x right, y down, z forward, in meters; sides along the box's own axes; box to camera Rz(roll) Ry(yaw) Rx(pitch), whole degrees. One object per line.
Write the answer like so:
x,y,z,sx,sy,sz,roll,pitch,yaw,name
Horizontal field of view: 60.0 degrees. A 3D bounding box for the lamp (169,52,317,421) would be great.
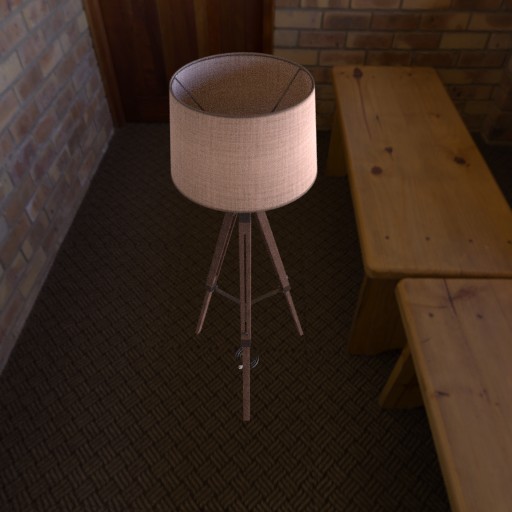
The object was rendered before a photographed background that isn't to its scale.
0.000,0.000,1.847,0.587,1.510,0.604,-23,50,-21,lamp
